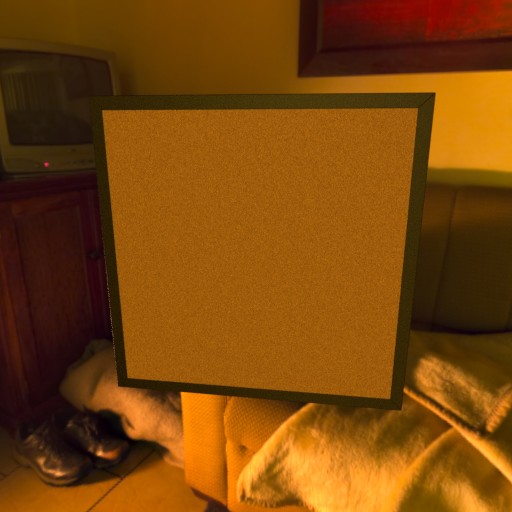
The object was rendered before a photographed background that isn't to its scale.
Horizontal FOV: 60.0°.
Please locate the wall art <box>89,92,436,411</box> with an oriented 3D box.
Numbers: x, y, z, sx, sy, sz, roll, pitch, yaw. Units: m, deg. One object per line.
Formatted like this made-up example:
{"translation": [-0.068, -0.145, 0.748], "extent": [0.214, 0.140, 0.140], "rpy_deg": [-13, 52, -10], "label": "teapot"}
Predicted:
{"translation": [0.000, 0.000, 0.445], "extent": [0.304, 0.304, 0.038], "rpy_deg": [2, 17, 8], "label": "wall art"}
